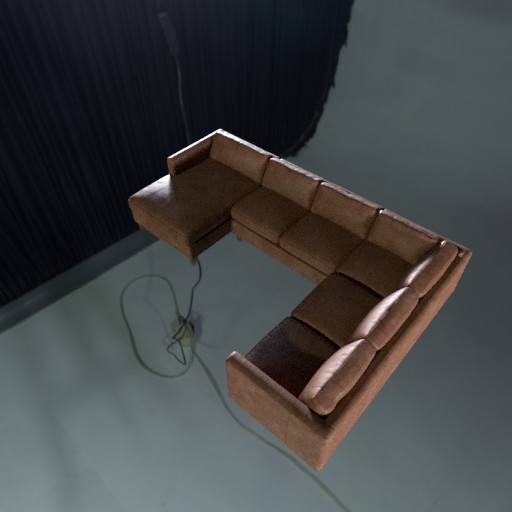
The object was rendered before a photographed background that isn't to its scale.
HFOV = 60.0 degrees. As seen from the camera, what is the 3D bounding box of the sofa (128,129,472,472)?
[{"bbox_3d":[0.000,0.000,4.590,3.401,0.832,2.430,32,54,28],"label":"sofa"}]
